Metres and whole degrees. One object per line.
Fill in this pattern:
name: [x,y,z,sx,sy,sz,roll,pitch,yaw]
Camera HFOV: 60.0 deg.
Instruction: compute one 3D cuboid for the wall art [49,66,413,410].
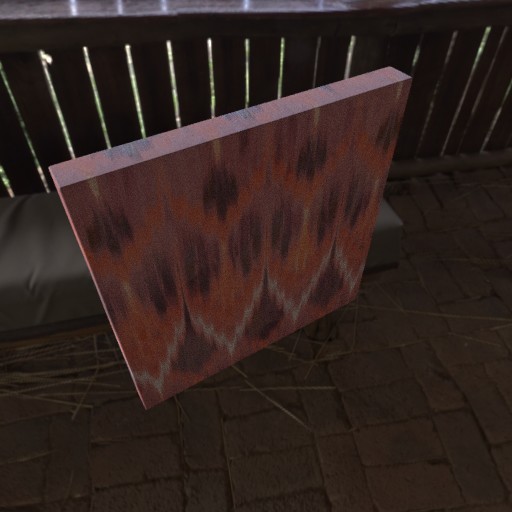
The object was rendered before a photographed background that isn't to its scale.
wall art: [0.000,0.000,0.595,0.403,0.406,0.038,-24,50,-21]
